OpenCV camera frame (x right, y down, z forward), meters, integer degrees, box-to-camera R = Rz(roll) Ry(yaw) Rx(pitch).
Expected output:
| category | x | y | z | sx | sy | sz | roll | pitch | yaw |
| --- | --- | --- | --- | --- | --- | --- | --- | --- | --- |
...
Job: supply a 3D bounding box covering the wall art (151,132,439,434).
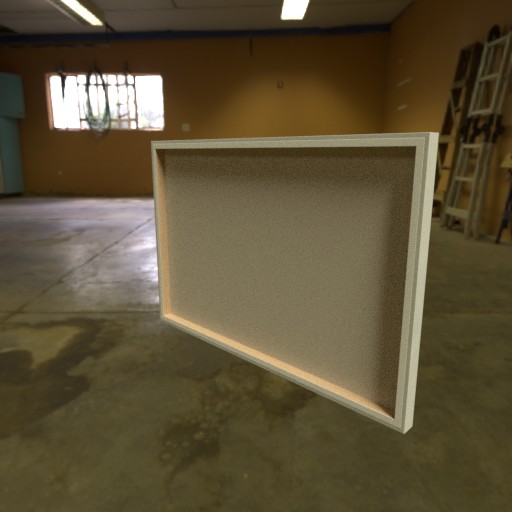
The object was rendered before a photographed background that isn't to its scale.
| category | x | y | z | sx | sy | sz | roll | pitch | yaw |
| --- | --- | --- | --- | --- | --- | --- | --- | --- | --- |
| wall art | 0.000 | 0.000 | 1.188 | 0.915 | 0.610 | 0.038 | 13 | 18 | 43 |
